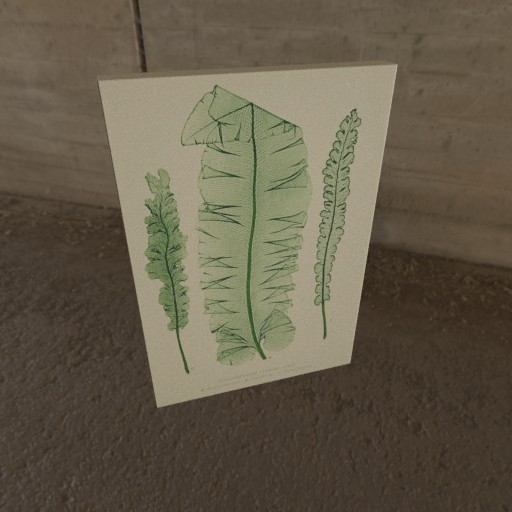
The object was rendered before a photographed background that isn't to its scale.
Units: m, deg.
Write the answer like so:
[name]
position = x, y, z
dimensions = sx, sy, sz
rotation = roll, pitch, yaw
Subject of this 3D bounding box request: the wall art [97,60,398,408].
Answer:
[wall art]
position = 0.000, 0.000, 0.773
dimensions = 0.418, 0.608, 0.038
rotation = -9, 34, -14
